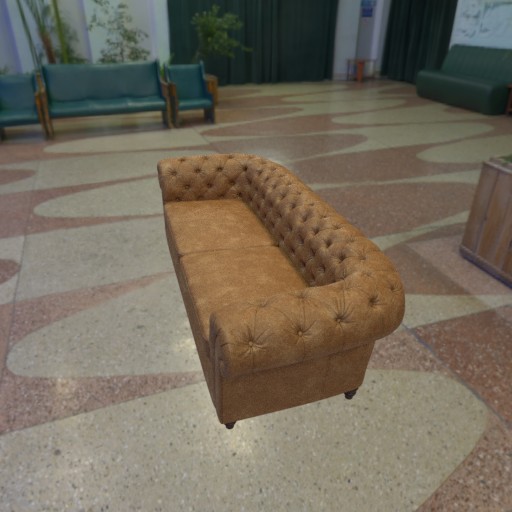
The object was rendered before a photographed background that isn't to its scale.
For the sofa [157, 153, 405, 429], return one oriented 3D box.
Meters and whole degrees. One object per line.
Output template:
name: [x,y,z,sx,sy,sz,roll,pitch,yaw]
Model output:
sofa: [0.000,0.000,2.844,0.989,0.760,2.365,-8,30,-15]
